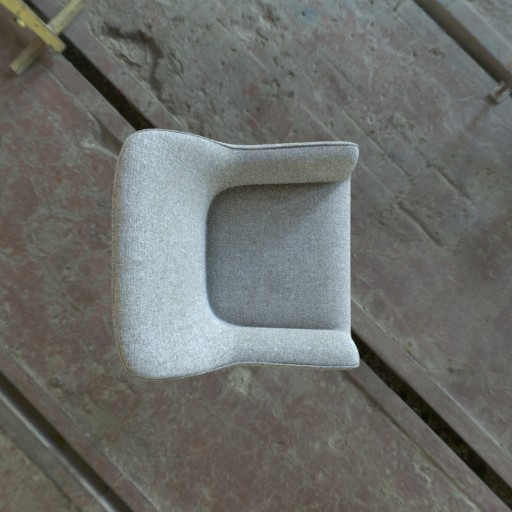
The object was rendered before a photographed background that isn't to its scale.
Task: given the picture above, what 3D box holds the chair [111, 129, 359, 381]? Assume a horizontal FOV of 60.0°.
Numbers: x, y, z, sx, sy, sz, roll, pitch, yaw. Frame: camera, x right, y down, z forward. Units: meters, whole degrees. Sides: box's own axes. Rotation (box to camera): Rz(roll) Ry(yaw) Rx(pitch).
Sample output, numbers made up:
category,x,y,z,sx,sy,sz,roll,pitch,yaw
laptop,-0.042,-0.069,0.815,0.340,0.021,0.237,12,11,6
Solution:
category,x,y,z,sx,sy,sz,roll,pitch,yaw
chair,0.000,0.000,1.204,0.519,0.803,0.543,0,90,2
